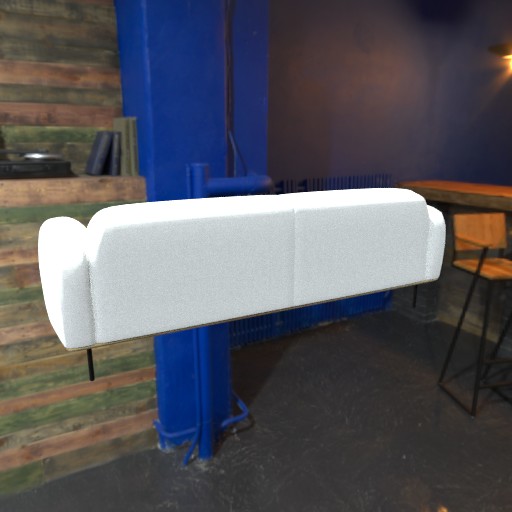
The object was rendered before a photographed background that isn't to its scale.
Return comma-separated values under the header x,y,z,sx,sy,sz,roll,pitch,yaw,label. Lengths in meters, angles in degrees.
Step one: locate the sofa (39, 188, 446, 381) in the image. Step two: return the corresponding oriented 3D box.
x,y,z,sx,sy,sz,roll,pitch,yaw,label
0.000,0.000,2.603,2.280,0.780,0.870,-7,16,-26,sofa
